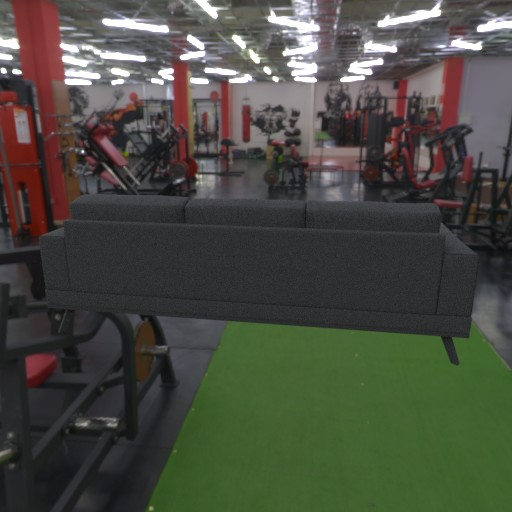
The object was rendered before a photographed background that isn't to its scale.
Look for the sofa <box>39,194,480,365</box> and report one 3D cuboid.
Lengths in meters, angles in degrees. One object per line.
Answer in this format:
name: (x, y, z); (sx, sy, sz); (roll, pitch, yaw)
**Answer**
sofa: (0.000, 0.000, 2.735); (2.310, 0.810, 0.920); (3, 17, 9)
